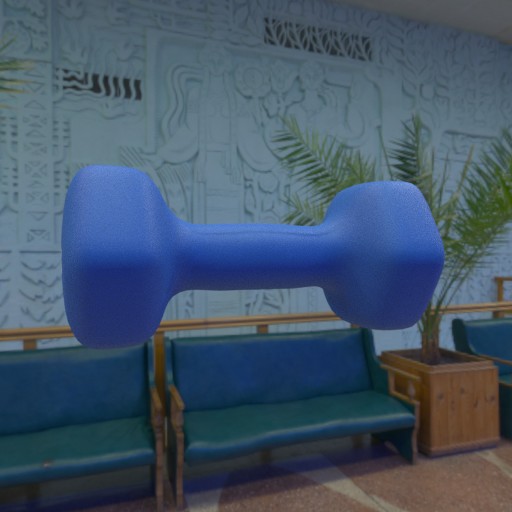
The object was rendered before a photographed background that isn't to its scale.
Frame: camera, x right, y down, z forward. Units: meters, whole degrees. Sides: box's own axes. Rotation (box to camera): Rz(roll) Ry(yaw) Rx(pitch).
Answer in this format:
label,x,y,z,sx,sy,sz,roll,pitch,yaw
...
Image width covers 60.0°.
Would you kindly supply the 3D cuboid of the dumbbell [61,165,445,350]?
label,x,y,z,sx,sy,sz,roll,pitch,yaw
dumbbell,0.000,0.000,0.264,0.212,0.093,0.103,0,1,-17
